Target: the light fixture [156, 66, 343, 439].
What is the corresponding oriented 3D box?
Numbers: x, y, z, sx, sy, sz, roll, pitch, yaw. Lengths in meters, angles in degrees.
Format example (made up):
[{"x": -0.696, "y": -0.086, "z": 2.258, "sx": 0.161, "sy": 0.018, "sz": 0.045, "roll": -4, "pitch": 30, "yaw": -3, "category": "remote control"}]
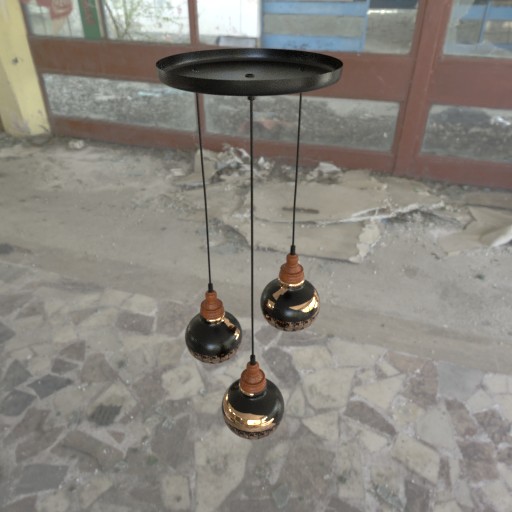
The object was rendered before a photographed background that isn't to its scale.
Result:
[{"x": 0.000, "y": 0.000, "z": 1.728, "sx": 0.605, "sy": 1.410, "sz": 0.608, "roll": -21, "pitch": 38, "yaw": -30, "category": "light fixture"}]
